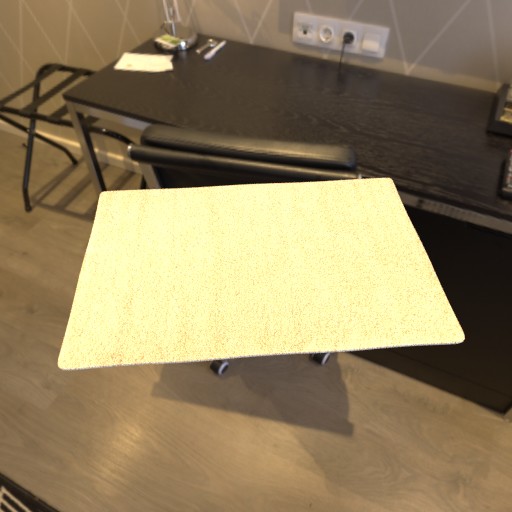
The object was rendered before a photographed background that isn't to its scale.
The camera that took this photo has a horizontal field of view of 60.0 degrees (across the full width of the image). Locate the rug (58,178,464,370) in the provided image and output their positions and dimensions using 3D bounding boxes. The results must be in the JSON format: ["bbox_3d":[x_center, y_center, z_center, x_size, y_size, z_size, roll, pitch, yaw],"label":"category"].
[{"bbox_3d":[0.000,0.000,3.505,2.698,0.025,1.798,-3,47,-3],"label":"rug"}]
